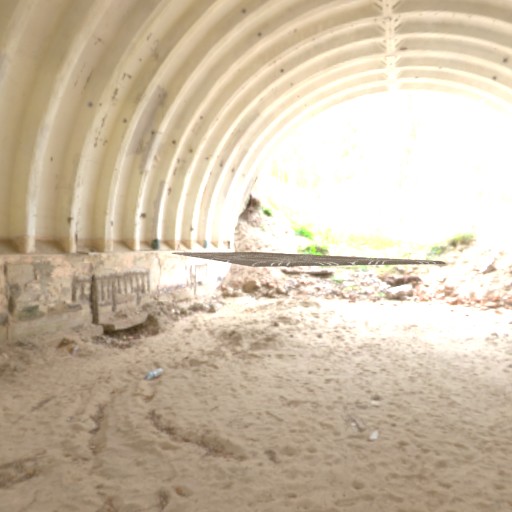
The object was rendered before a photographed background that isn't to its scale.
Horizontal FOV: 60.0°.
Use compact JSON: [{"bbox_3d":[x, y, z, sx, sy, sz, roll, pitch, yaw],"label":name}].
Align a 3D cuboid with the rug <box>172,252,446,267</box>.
[{"bbox_3d":[0.000,0.000,2.761,0.773,0.012,2.464,0,1,-17],"label":"rug"}]
